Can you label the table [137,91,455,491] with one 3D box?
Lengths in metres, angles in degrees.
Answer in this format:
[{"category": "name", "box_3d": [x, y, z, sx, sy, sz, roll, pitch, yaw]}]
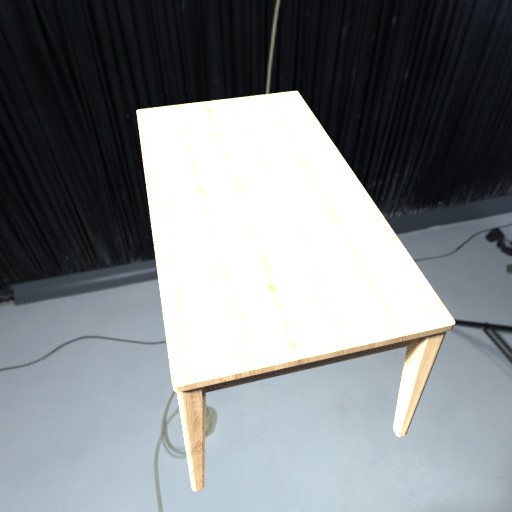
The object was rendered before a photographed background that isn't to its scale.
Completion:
[{"category": "table", "box_3d": [0.000, 0.000, 2.032, 0.900, 0.760, 1.600, -10, 47, -10]}]
